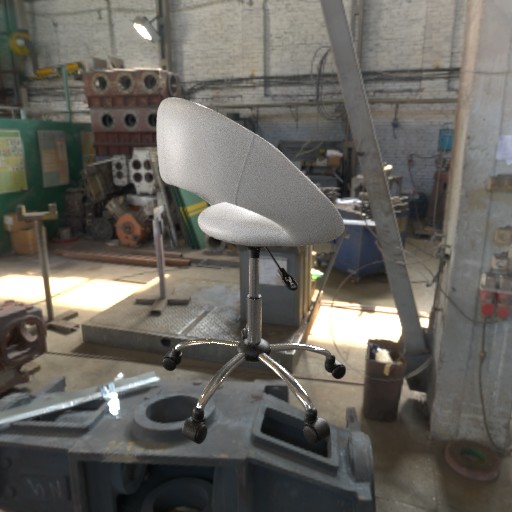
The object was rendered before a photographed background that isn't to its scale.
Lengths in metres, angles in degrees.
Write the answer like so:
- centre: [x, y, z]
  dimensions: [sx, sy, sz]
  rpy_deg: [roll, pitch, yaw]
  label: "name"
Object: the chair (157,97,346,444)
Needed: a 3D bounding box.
- centre: [0.000, 0.000, 1.197]
  dimensions: [0.538, 0.791, 0.612]
  rpy_deg: [-8, 17, -26]
  label: "chair"
